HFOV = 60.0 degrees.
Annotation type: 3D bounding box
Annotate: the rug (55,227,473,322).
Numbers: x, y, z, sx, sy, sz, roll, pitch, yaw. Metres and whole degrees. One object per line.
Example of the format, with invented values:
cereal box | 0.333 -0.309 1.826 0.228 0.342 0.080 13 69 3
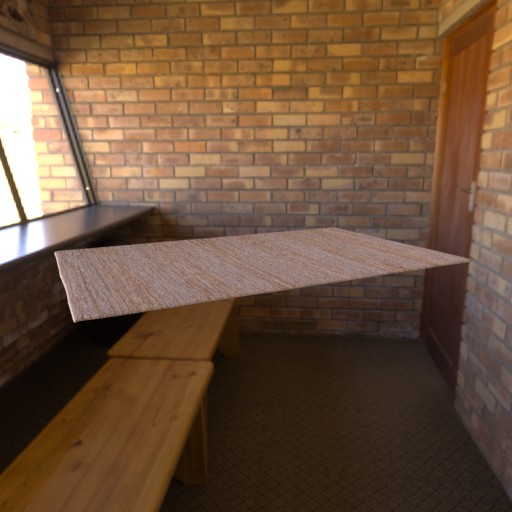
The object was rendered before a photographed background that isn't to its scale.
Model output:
rug | 0.000 0.000 3.016 2.446 0.009 1.529 -6 14 -26
